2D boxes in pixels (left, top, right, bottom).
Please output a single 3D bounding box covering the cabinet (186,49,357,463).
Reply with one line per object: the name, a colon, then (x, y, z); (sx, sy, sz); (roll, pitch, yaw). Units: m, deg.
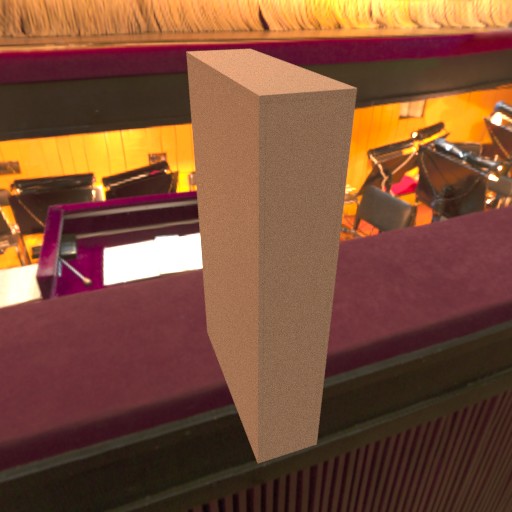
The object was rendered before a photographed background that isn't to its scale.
cabinet: (0.000, 0.000, 1.607); (0.250, 1.280, 0.750); (-10, 33, -16)
